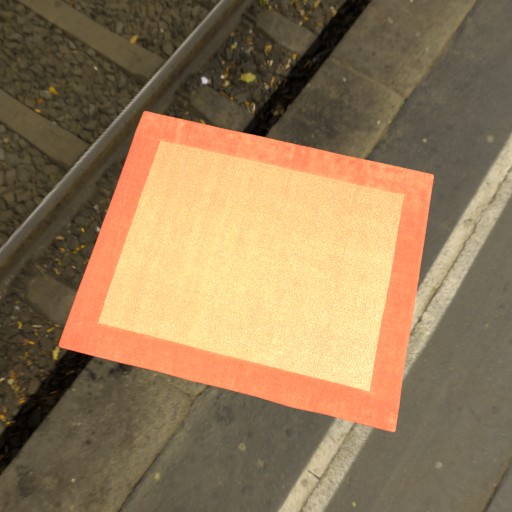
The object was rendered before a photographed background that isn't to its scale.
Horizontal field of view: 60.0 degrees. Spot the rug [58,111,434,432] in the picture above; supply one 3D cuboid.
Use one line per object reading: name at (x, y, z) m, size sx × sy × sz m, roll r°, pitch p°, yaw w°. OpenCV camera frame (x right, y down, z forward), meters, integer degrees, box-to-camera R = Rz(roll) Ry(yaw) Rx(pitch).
rug at (0.000, 0.000, 4.093) m, size 2.976 × 0.018 × 2.430 m, roll 13°, pitch 75°, yaw 4°
